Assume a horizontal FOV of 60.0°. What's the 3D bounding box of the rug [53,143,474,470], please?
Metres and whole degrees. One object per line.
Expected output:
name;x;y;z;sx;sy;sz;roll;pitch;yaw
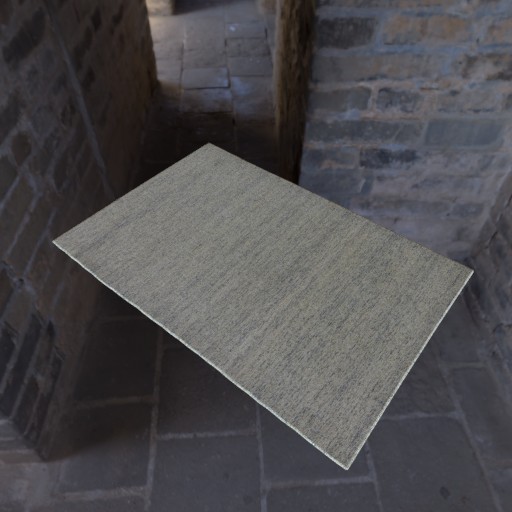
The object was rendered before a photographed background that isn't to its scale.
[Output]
rug;0.000;0.000;2.842;2.263;0.017;1.523;31;54;26
